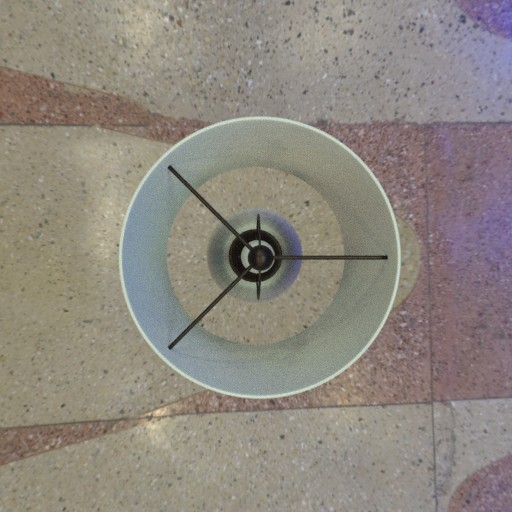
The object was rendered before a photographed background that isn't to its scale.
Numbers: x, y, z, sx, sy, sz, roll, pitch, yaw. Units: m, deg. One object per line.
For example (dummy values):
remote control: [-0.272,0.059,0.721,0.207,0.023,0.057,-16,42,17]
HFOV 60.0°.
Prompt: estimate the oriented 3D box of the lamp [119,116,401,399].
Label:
lamp: [0.000,0.000,0.783,0.328,0.570,0.328,0,90,-1]
